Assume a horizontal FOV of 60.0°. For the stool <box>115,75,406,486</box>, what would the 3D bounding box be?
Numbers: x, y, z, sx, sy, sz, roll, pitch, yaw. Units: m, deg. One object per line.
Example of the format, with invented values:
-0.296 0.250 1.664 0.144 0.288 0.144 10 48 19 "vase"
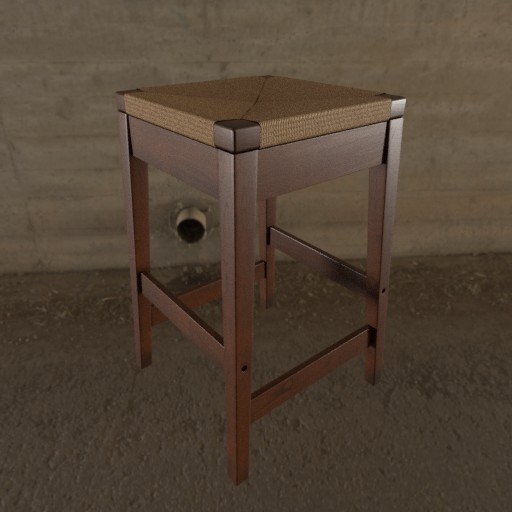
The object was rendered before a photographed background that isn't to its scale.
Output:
0.000 0.000 1.091 0.507 0.762 0.497 -21 36 -33 "stool"
